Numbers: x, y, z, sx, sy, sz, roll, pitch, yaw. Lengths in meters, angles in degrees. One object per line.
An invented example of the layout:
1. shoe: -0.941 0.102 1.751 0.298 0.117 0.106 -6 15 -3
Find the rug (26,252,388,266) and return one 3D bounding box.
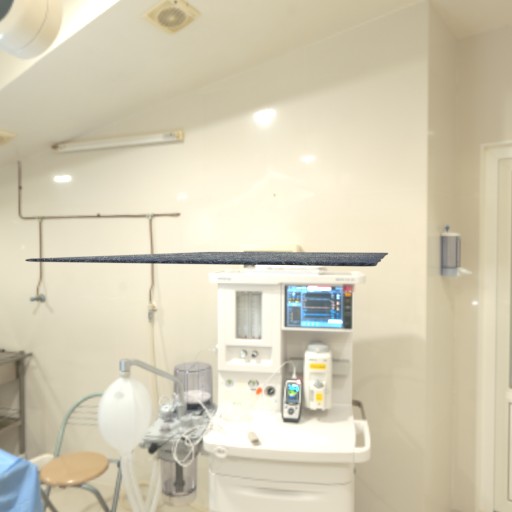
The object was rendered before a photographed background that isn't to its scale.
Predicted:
1. rug: 0.000 0.000 4.253 2.385 0.024 3.245 0 2 17
